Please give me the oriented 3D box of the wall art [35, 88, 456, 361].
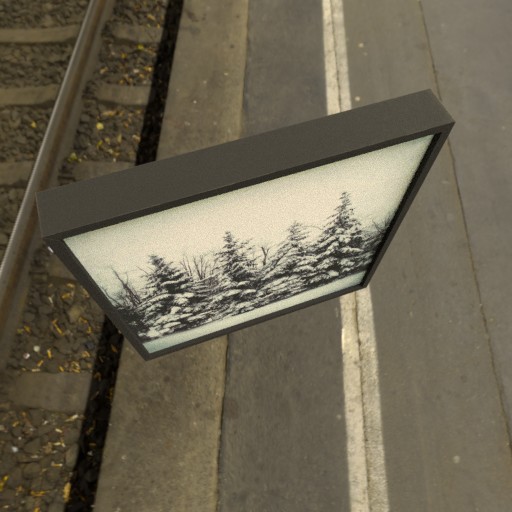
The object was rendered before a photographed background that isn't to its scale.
[{"bbox_3d":[0.000,0.000,0.451,0.305,0.305,0.037,-17,63,-9],"label":"wall art"}]
